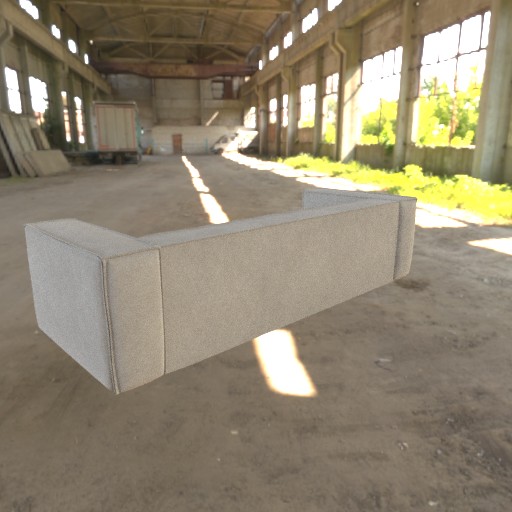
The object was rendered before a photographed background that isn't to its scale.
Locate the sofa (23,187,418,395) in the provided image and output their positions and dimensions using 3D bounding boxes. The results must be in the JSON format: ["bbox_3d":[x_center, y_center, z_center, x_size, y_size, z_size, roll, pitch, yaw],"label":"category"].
[{"bbox_3d":[0.000,0.000,3.082,2.697,0.680,1.038,-14,20,-41],"label":"sofa"}]
